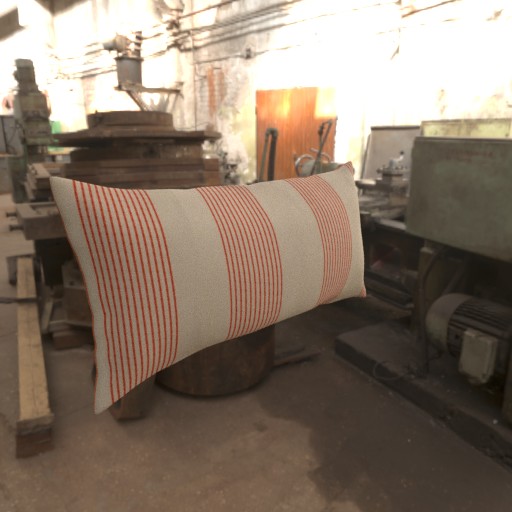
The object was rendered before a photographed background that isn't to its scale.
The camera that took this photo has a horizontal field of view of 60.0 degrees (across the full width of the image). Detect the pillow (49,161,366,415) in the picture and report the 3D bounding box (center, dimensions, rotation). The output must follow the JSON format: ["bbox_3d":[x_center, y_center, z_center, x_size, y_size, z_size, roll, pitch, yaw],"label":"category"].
[{"bbox_3d":[0.000,0.000,0.736,0.608,0.292,0.156,-14,20,-42],"label":"pillow"}]
